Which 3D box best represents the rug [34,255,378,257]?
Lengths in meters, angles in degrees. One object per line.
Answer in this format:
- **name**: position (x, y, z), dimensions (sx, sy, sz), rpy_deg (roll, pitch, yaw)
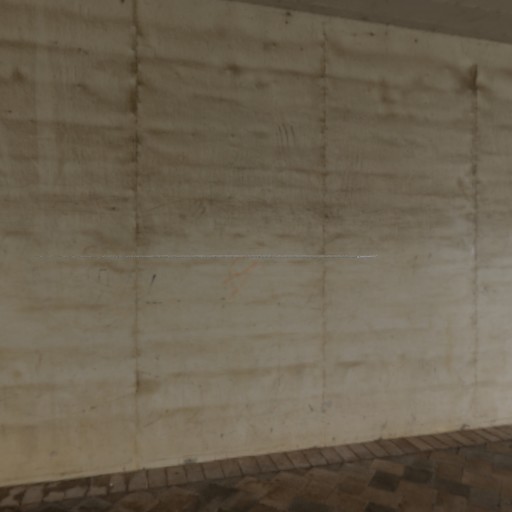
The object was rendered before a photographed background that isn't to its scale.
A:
- **rug**: position (0.000, 0.000, 2.382), dimensions (1.206, 0.003, 1.835), rpy_deg (0, 0, 17)
